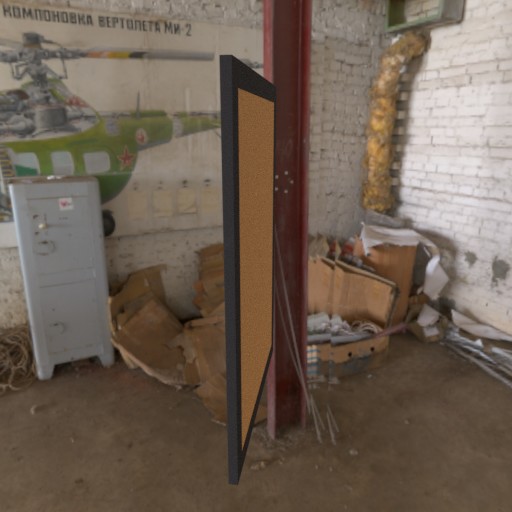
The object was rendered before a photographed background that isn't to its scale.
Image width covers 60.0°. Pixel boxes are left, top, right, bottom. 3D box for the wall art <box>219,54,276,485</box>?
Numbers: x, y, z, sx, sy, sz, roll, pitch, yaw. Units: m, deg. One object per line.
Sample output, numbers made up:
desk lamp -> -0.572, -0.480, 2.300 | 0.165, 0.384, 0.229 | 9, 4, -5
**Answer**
wall art -> 0.000, 0.000, 0.703 | 0.013, 0.534, 0.380 | 3, 16, 9
